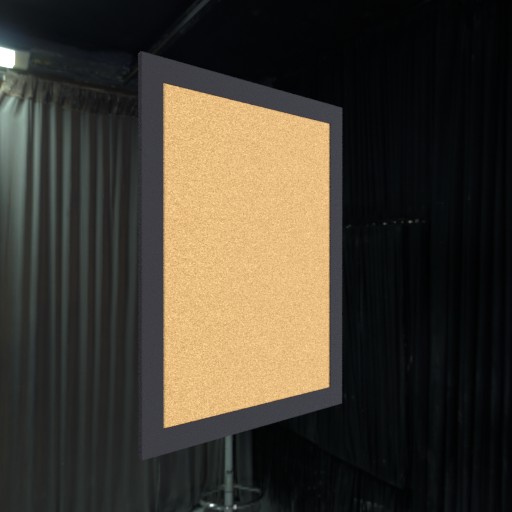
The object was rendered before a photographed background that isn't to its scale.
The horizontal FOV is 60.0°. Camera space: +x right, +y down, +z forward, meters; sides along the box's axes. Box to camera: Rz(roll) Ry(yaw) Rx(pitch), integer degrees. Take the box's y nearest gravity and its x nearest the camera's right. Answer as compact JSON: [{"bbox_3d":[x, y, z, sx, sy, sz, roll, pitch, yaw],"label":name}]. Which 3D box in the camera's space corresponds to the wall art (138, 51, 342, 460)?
[{"bbox_3d":[0.000,0.000,0.686,0.374,0.529,0.012,0,0,-36],"label":"wall art"}]
